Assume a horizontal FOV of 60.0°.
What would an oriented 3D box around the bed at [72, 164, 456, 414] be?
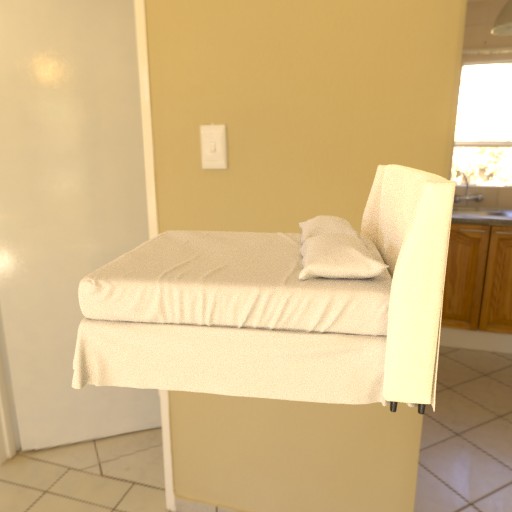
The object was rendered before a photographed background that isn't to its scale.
[{"bbox_3d":[0.000,0.000,3.379,2.276,1.332,1.925,2,14,8],"label":"bed"}]
